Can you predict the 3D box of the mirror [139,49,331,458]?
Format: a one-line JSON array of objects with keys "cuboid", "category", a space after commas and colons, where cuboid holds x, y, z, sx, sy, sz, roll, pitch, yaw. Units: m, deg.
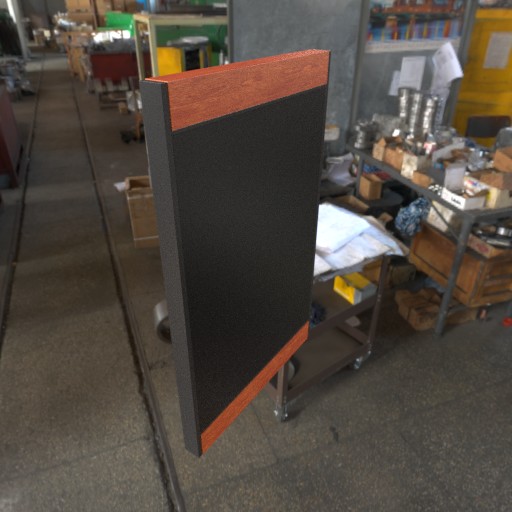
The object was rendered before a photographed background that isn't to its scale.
[{"cuboid": [0.000, 0.000, 1.019, 0.047, 0.823, 0.525, 19, 36, 30], "category": "mirror"}]
